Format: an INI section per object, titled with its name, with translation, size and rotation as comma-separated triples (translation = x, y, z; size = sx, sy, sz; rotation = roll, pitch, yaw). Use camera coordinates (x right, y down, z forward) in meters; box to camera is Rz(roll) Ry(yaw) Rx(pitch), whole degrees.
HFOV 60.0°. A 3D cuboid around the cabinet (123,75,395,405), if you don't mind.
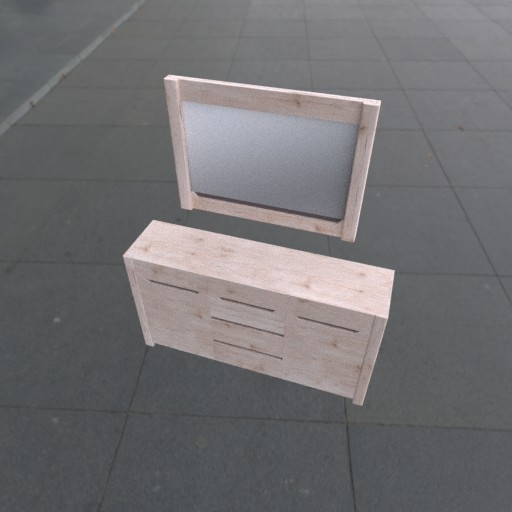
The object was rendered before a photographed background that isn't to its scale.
[cabinet]
translation = 0.000, 0.000, 2.800
size = 1.700, 1.981, 0.420
rotation = 12, 43, 14
